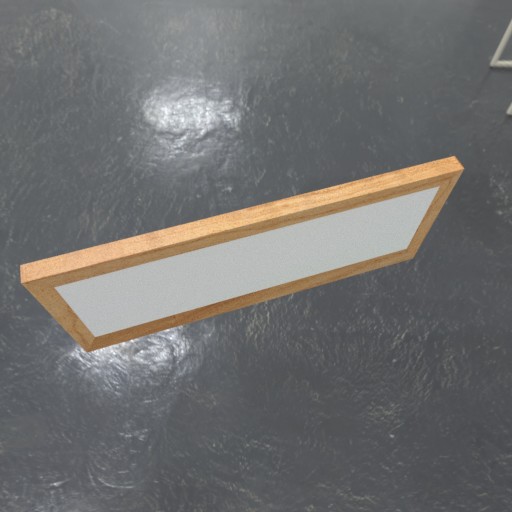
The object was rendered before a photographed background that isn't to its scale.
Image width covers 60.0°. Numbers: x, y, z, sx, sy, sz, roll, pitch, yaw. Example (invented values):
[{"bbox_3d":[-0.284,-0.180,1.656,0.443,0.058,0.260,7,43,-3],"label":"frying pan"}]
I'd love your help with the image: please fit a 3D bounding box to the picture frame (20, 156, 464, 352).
[{"bbox_3d":[0.000,0.000,0.668,0.582,0.234,0.045,-15,59,-9],"label":"picture frame"}]
